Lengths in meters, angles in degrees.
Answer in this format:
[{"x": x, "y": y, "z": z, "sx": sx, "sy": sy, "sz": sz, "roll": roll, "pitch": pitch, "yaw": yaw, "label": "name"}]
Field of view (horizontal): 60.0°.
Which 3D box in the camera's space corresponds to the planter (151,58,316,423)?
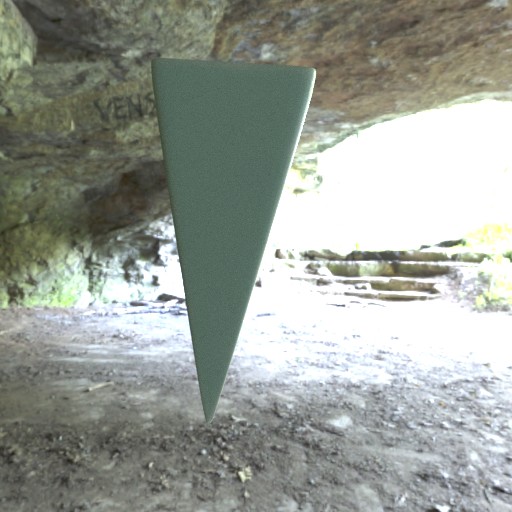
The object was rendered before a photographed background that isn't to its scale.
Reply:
[{"x": 0.000, "y": 0.000, "z": 0.217, "sx": 0.064, "sy": 0.178, "sz": 0.080, "roll": 1, "pitch": 2, "yaw": 34, "label": "planter"}]
